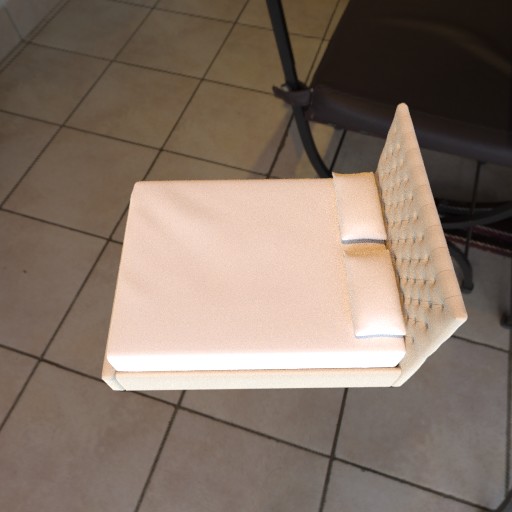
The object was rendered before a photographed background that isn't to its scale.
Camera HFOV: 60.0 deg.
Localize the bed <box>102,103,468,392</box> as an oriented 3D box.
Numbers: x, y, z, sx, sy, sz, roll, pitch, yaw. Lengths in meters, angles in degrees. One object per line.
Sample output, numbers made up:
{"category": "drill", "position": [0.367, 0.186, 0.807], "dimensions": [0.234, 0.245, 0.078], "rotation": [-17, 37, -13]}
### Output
{"category": "bed", "position": [0.000, 0.000, 3.340], "dimensions": [2.233, 1.426, 1.696], "rotation": [-1, 59, -1]}
